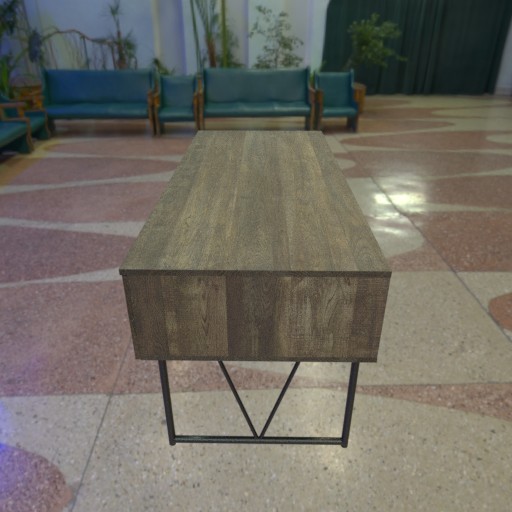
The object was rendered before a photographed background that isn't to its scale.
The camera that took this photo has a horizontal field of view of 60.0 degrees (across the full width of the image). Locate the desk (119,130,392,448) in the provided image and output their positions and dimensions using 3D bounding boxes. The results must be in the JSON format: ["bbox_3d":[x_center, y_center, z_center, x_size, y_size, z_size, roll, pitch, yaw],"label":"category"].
[{"bbox_3d":[0.000,0.000,2.040,0.730,0.780,1.600,0,28,1],"label":"desk"}]
